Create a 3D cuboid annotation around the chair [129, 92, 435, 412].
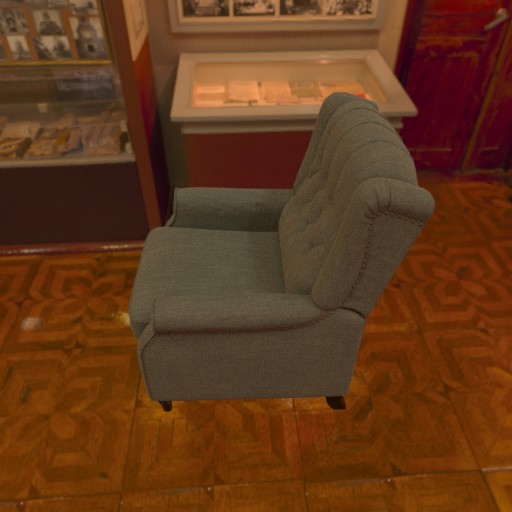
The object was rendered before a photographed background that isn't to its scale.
[{"bbox_3d":[0.000,0.000,1.636,0.898,1.035,0.742,-1,41,-1],"label":"chair"}]
